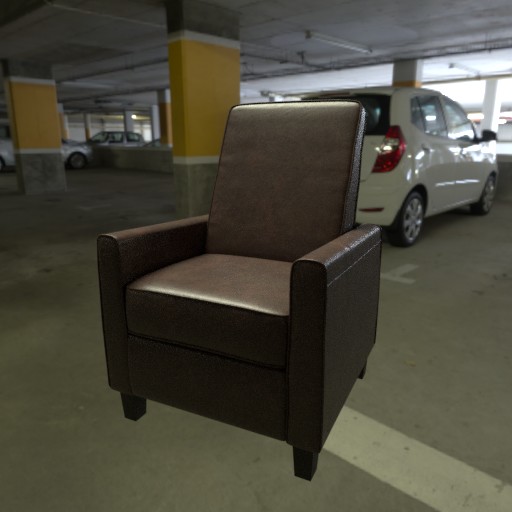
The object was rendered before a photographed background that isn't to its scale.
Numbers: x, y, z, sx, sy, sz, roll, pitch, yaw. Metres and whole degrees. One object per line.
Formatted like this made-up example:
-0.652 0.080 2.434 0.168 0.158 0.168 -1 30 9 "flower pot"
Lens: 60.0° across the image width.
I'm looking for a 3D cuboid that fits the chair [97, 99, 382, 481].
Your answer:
0.000 0.000 1.466 0.705 1.013 0.746 7 17 25 "chair"
